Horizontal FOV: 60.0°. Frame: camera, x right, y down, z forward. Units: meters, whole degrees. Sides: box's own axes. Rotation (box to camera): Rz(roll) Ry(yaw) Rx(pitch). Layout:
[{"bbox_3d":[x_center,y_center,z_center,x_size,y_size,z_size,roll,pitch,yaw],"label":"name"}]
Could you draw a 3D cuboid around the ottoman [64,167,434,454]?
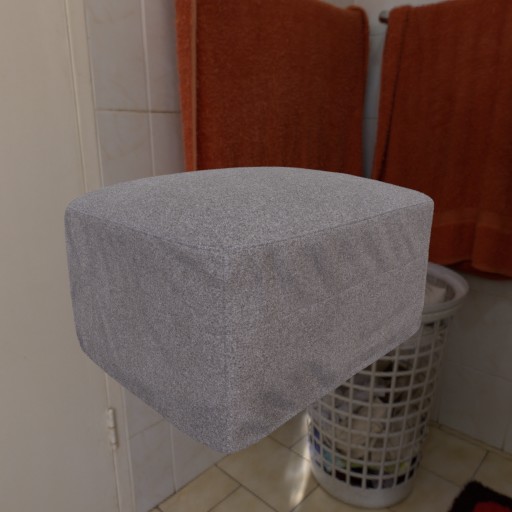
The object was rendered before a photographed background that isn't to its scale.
[{"bbox_3d":[0.000,0.000,1.239,0.837,0.481,0.683,-15,22,-43],"label":"ottoman"}]
